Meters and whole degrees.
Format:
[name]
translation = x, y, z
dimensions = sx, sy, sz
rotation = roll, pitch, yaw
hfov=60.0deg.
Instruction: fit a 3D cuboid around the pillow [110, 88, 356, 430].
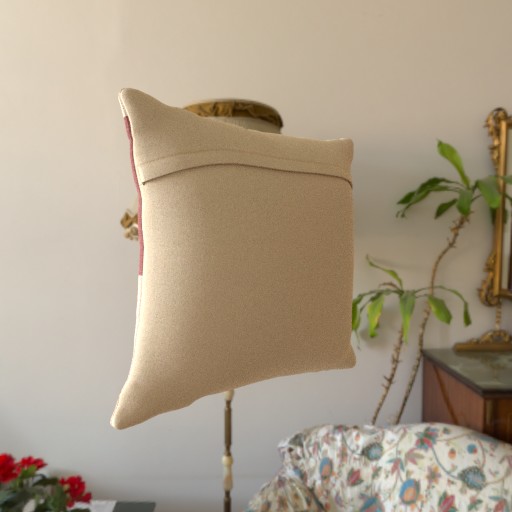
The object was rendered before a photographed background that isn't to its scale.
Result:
[pillow]
translation = 0.000, 0.000, 0.807
dimensions = 0.536, 0.506, 0.229
rotation = -2, 3, -37
